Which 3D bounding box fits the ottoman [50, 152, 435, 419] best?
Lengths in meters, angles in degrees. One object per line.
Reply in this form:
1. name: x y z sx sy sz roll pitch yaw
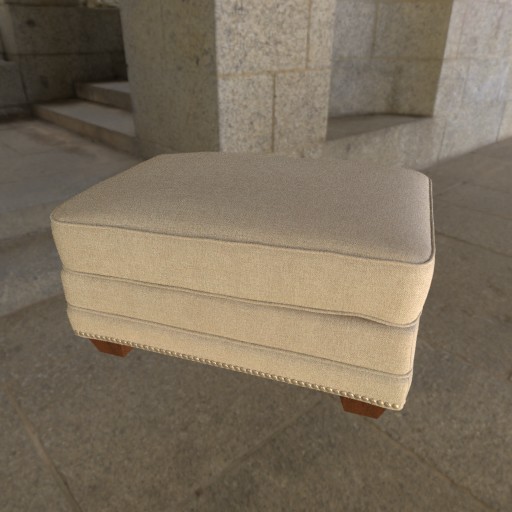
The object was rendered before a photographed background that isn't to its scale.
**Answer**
1. ottoman: 0.000 0.000 1.139 0.813 0.458 0.559 9 29 16
